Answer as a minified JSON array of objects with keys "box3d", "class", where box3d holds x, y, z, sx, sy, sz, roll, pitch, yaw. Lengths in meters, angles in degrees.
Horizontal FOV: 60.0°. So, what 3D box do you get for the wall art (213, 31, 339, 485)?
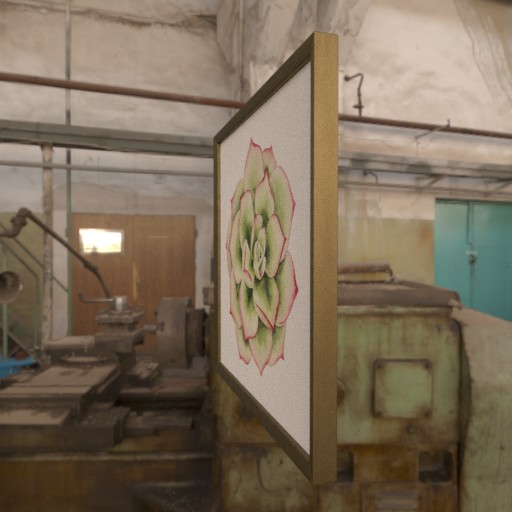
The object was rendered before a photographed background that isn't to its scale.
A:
[{"box3d":[0.000,0.000,0.735,0.031,0.506,0.503,0,1,-18],"class":"wall art"}]
